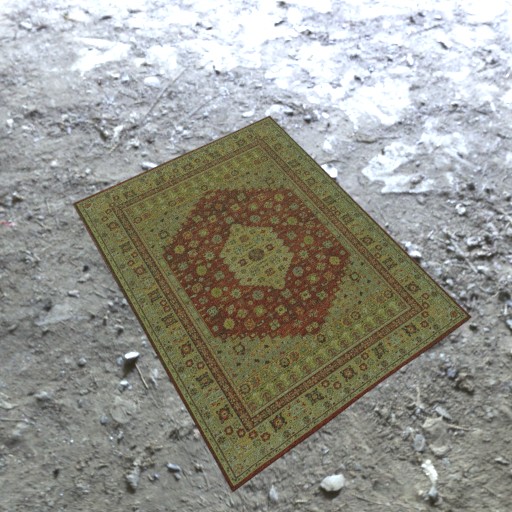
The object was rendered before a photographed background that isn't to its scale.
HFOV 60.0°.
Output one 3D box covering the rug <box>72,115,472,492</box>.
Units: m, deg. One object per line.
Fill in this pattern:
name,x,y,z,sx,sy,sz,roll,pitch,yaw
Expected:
rug,0.000,0.000,4.088,2.387,0.013,3.053,-29,62,-17
